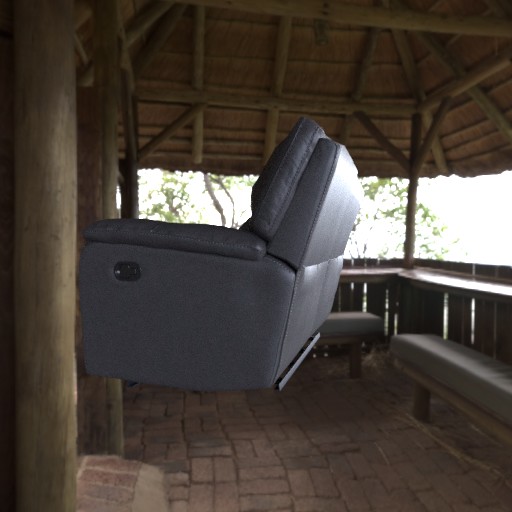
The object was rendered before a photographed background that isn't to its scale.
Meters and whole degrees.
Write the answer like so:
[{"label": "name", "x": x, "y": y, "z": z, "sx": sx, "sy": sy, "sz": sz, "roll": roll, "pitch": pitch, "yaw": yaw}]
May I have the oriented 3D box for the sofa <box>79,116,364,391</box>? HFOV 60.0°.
[{"label": "sofa", "x": 0.000, "y": 0.000, "z": 2.453, "sx": 1.104, "sy": 1.111, "sz": 1.765, "roll": 1, "pitch": 2, "yaw": 17}]
